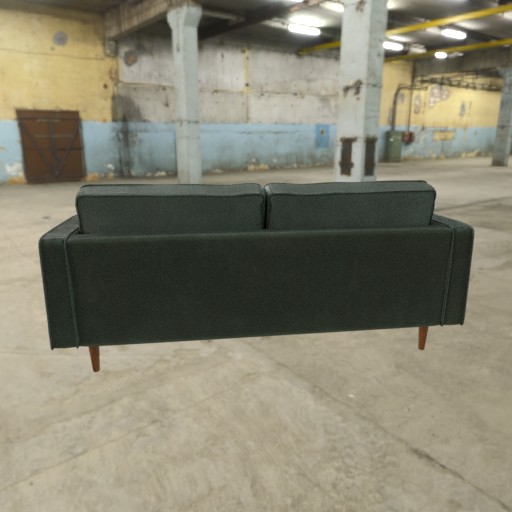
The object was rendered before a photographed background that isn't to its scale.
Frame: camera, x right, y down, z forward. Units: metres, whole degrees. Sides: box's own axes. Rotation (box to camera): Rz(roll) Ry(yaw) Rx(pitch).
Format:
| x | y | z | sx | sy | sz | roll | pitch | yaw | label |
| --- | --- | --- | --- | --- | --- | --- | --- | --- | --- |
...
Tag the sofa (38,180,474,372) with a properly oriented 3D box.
| x | y | z | sx | sy | sz | roll | pitch | yaw | label |
| --- | --- | --- | --- | --- | --- | --- | --- | --- | --- |
| 0.000 | 0.000 | 2.241 | 1.816 | 0.781 | 0.886 | -2 | 15 | -8 | sofa |
